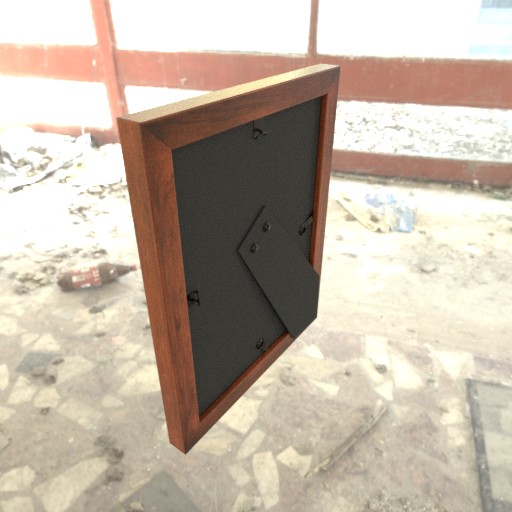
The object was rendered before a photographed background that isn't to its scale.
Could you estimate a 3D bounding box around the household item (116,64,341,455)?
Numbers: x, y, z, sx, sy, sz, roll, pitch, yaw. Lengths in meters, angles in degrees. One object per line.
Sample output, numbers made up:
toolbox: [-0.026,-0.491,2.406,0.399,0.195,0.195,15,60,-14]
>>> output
household item: [0.000,0.000,0.343,0.020,0.250,0.200,21,38,30]
